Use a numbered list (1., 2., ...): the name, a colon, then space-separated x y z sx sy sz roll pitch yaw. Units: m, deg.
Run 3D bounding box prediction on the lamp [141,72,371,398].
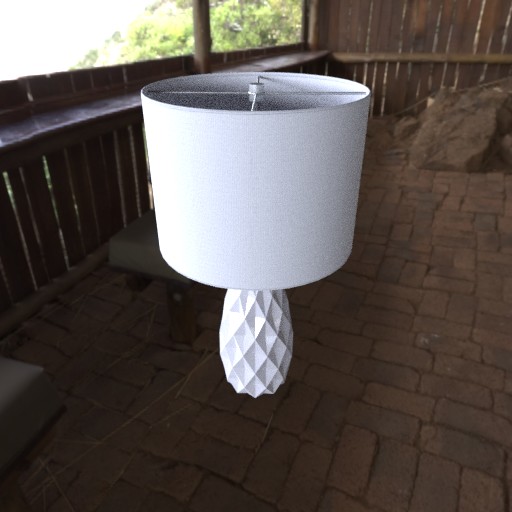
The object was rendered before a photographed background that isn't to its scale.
1. lamp: 0.000 0.000 0.713 0.297 0.522 0.297 0 30 0
